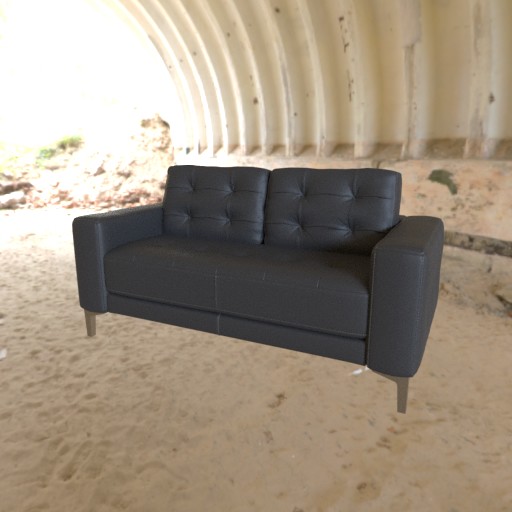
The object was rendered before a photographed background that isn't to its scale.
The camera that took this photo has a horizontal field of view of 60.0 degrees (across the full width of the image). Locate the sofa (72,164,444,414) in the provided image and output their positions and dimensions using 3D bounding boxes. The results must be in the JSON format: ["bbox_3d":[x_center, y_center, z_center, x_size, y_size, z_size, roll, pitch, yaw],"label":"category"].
[{"bbox_3d":[0.000,0.000,2.268,1.726,0.893,0.833,7,15,25],"label":"sofa"}]
